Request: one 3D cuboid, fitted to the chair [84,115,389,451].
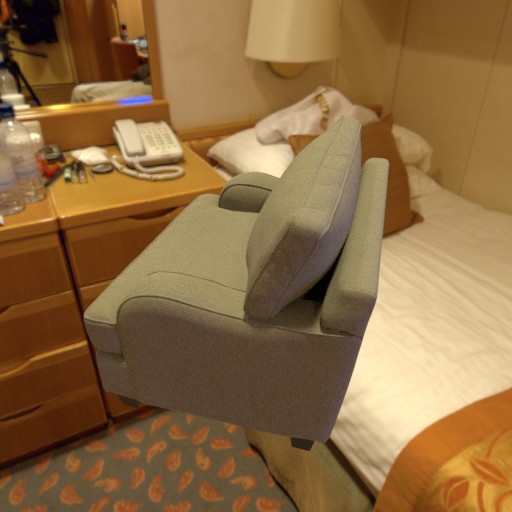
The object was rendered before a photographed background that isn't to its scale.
[{"bbox_3d":[0.000,0.000,1.991,1.041,1.016,1.220,9,32,14],"label":"chair"}]
